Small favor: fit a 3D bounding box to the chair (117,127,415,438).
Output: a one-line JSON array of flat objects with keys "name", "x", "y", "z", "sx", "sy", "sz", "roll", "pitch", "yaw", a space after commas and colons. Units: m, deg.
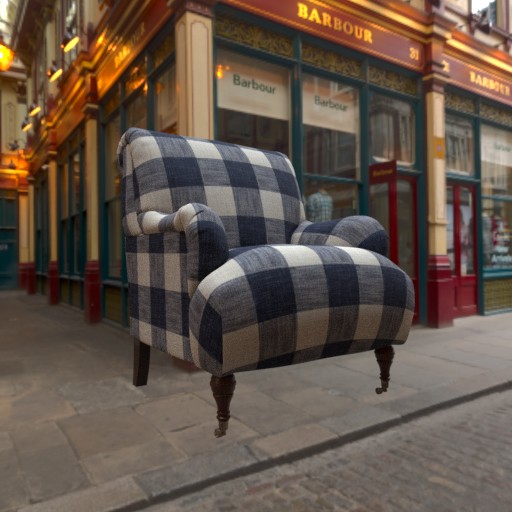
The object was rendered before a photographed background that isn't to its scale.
[{"name": "chair", "x": 0.000, "y": 0.000, "z": 1.582, "sx": 0.781, "sy": 0.953, "sz": 0.848, "roll": 0, "pitch": 0, "yaw": -35}]
